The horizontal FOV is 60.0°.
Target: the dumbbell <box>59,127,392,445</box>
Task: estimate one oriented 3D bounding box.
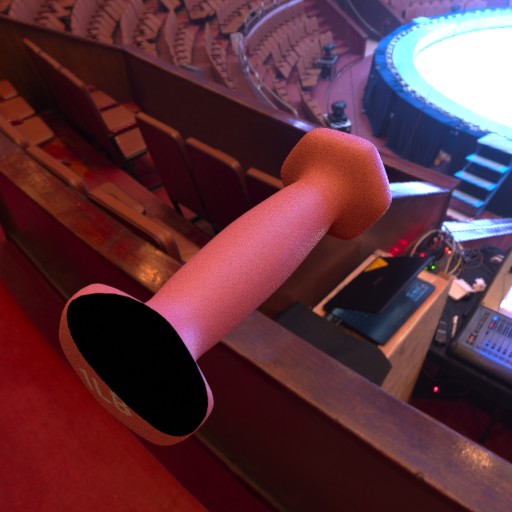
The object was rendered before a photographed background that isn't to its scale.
[{"bbox_3d":[0.000,0.000,0.143,0.047,0.043,0.123,25,46,26],"label":"dumbbell"}]
